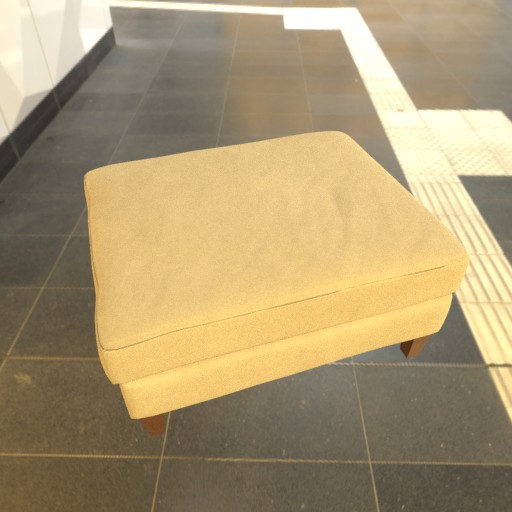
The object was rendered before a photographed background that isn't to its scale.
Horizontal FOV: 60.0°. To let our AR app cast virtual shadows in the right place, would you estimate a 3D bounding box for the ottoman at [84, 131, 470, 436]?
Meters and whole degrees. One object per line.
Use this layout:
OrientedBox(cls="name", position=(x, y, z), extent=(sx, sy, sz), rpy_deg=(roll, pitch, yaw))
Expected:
OrientedBox(cls="ottoman", position=(0.000, 0.000, 1.489), extent=(1.002, 0.492, 0.836), rpy_deg=(-12, 43, -14))
